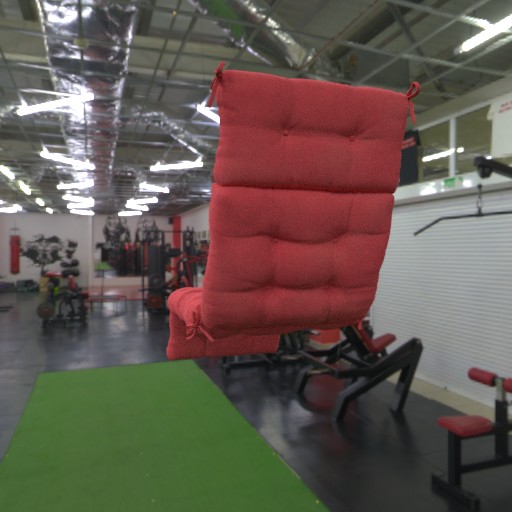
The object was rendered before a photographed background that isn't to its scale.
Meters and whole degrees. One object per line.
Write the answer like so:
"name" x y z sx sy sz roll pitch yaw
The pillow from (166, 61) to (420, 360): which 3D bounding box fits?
"pillow" 0.000 0.000 1.458 0.526 0.863 1.016 0 0 -18
